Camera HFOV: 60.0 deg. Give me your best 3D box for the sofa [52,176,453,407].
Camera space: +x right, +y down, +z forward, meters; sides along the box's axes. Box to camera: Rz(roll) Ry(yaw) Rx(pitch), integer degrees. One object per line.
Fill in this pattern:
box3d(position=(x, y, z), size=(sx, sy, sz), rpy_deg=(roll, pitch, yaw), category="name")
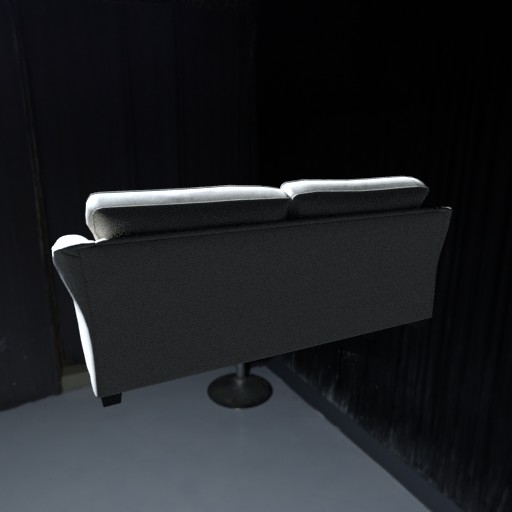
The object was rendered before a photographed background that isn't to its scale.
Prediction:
box3d(position=(0.000, 0.000, 2.726), size=(2.270, 0.965, 0.980), rpy_deg=(-7, 17, -25), category="sofa")
